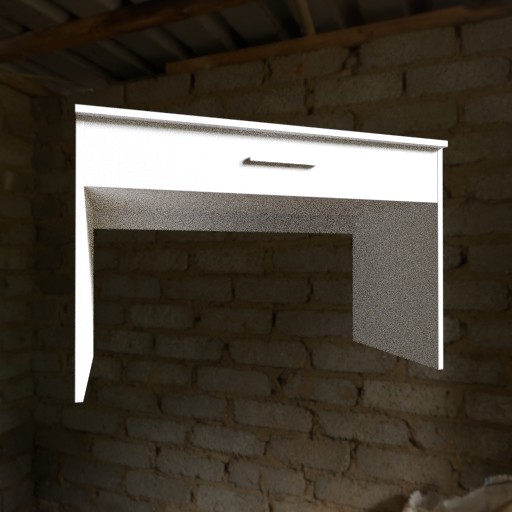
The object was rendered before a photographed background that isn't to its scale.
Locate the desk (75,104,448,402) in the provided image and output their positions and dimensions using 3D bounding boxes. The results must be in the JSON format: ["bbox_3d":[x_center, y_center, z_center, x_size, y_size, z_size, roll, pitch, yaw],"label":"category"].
[{"bbox_3d":[0.000,0.000,1.506,1.100,0.730,0.560,0,0,-18],"label":"desk"}]
